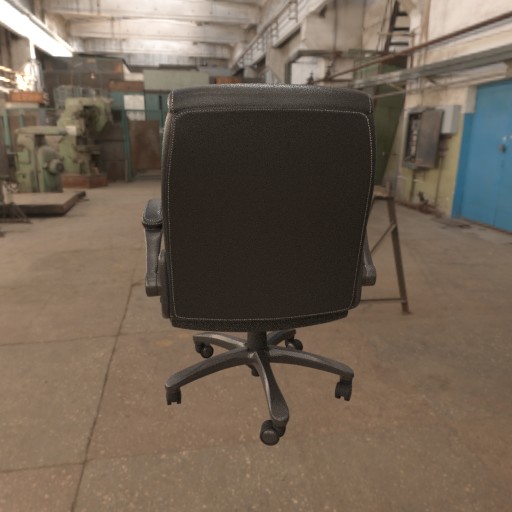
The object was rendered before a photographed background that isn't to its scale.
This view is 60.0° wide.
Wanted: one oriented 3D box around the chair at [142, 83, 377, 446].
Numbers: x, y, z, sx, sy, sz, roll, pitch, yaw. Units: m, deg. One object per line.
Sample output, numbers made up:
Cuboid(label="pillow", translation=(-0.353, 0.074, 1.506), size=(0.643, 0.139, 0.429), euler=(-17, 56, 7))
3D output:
Cuboid(label="chair", translation=(0.000, 0.000, 1.602), size=(0.782, 1.110, 0.724), euler=(-2, 16, -8))
